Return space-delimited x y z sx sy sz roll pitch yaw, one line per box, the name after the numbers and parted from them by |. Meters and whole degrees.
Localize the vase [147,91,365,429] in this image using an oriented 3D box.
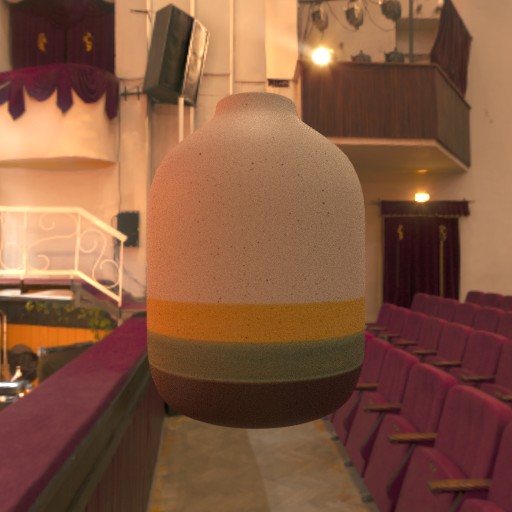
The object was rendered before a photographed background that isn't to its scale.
0.000 0.000 0.354 0.169 0.240 0.169 0 -1 0 | vase
